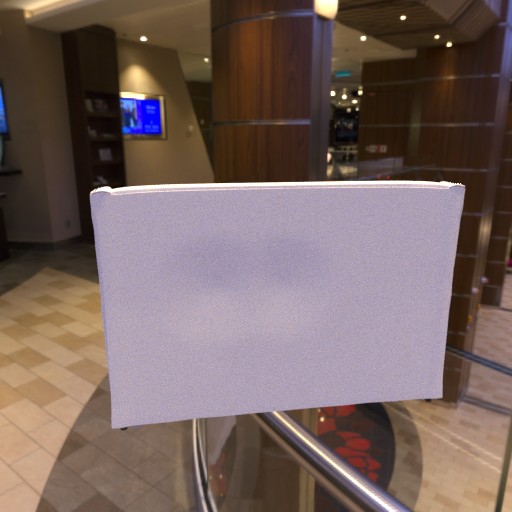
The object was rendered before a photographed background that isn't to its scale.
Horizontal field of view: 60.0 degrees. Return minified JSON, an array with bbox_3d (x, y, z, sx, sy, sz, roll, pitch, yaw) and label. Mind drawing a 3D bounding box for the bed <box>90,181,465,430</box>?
[{"bbox_3d":[0.000,0.000,3.428,1.925,1.332,2.276,-2,15,-8],"label":"bed"}]
